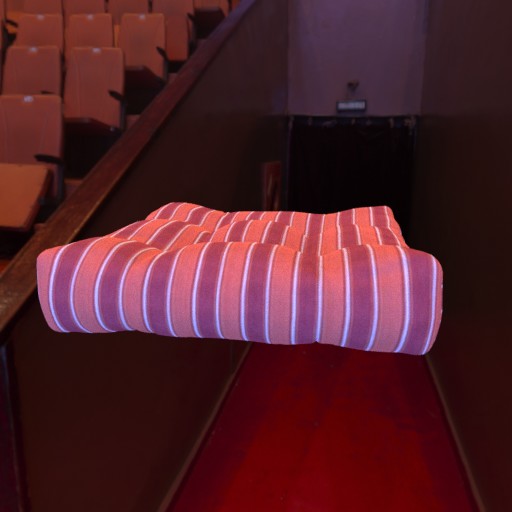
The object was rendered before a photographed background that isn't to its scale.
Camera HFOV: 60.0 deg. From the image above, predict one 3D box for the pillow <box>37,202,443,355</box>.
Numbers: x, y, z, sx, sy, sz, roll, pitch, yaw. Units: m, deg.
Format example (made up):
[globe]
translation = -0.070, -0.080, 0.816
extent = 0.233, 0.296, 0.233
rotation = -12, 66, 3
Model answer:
[pillow]
translation = 0.000, 0.000, 0.724
extent = 0.490, 0.133, 0.468
rotation = 3, 15, 10
